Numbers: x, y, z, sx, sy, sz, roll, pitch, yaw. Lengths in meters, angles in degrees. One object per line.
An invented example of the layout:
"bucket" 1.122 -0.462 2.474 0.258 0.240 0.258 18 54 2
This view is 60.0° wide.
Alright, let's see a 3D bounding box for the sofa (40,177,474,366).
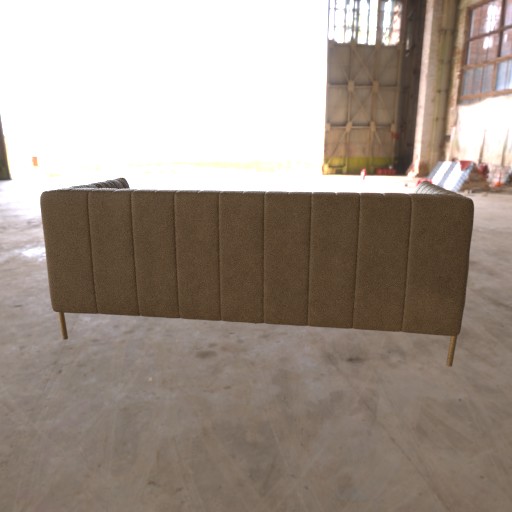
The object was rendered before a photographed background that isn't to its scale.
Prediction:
"sofa" 0.000 0.000 2.401 1.980 0.779 0.876 2 15 8
